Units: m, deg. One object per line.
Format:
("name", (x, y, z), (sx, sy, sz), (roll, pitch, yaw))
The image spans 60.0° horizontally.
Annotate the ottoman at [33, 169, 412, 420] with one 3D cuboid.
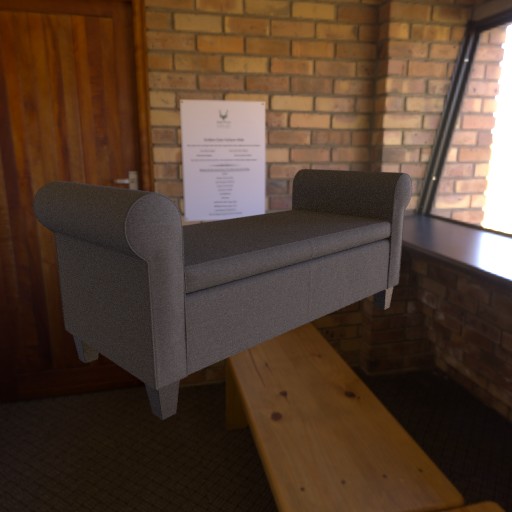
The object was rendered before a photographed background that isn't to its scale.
("ottoman", (0.000, 0.000, 1.541), (0.521, 0.547, 1.256), (13, 19, 43))
